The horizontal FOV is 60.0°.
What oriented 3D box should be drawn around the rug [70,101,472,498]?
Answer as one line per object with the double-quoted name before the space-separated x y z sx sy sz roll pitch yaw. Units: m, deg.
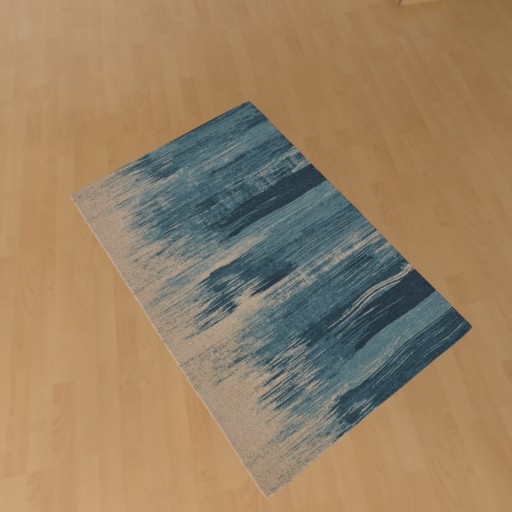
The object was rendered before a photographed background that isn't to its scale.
"rug" 0.000 0.000 2.277 1.232 0.009 1.836 -33 67 -16
